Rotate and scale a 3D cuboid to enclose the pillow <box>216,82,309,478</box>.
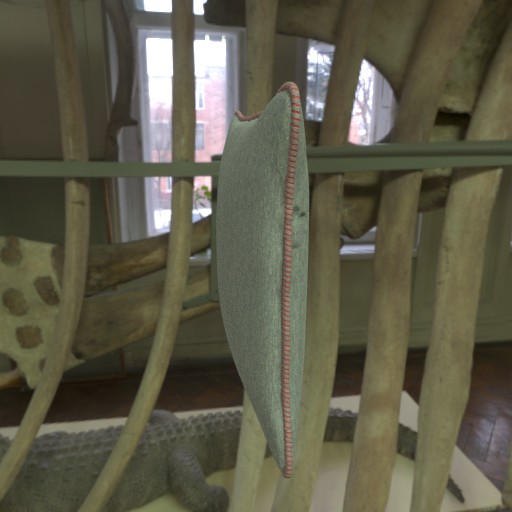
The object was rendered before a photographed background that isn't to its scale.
[{"bbox_3d":[0.000,0.000,0.735,0.124,0.491,0.482,-2,14,-10],"label":"pillow"}]
